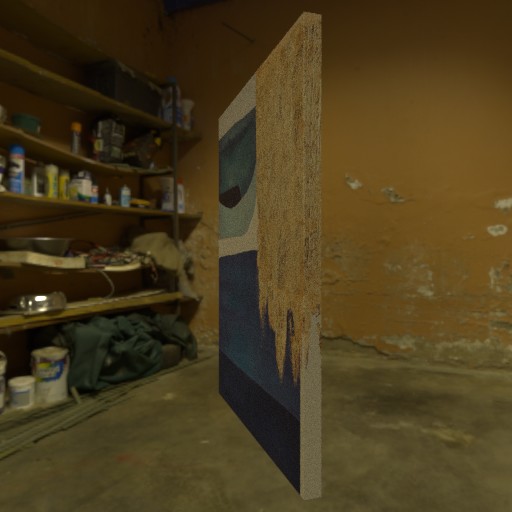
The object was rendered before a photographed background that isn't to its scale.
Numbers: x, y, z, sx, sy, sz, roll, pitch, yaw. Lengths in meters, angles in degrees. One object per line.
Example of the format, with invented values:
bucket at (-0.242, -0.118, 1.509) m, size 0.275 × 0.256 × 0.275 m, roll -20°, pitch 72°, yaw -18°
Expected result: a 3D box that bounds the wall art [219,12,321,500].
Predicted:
wall art at (0.000, 0.000, 0.778) m, size 0.026 × 0.613 × 0.458 m, roll 0°, pitch 0°, yaw -18°
